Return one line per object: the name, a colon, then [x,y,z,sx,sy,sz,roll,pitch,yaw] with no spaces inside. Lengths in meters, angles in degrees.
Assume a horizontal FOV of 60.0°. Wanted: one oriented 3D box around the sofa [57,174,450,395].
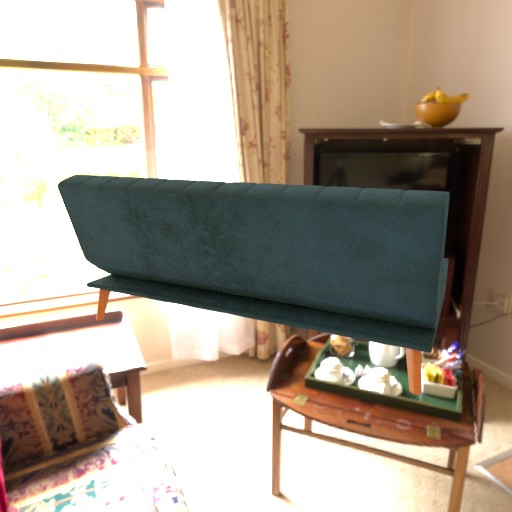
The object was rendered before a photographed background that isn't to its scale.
sofa: [0.000,0.000,2.297,1.804,0.813,0.855,7,16,25]
